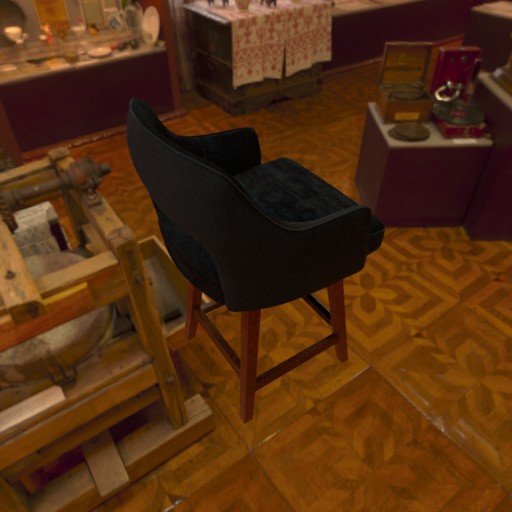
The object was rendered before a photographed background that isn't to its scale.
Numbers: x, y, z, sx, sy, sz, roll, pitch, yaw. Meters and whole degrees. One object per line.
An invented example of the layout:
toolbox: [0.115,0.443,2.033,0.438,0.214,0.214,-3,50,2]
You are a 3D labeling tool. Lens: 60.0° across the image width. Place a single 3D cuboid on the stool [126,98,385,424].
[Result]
stool: [0.000,0.000,1.307,0.560,0.940,0.550,-24,47,-25]
